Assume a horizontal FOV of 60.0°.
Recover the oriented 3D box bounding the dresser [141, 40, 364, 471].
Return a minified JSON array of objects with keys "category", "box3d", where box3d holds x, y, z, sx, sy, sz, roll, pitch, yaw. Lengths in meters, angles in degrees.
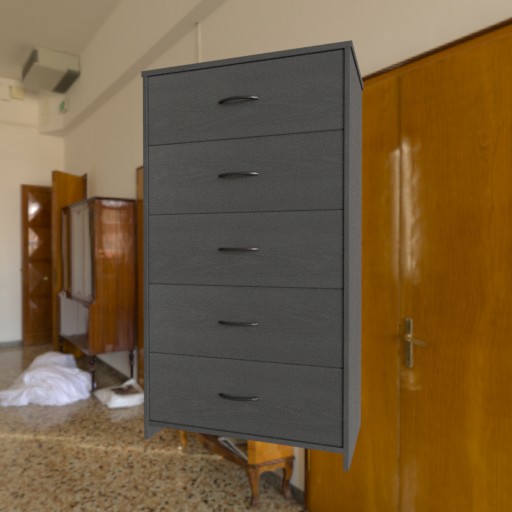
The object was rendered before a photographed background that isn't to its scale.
[{"category":"dresser","box3d":[0.000,0.000,1.567,0.704,1.255,0.399,0,1,19]}]
